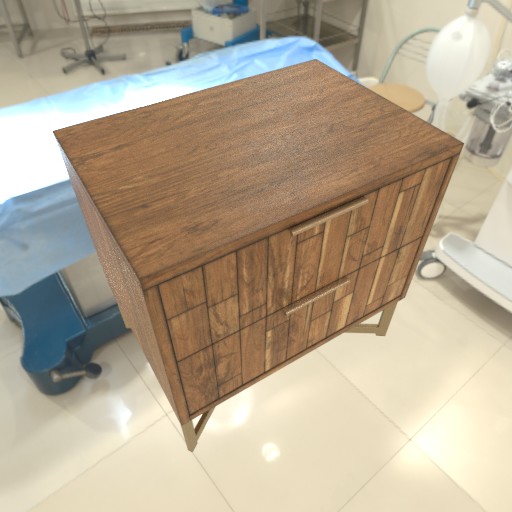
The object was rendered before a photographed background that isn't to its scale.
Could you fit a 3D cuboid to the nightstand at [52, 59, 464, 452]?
[{"bbox_3d":[0.000,0.000,1.016,0.610,0.610,0.446,-24,51,-22],"label":"nightstand"}]
